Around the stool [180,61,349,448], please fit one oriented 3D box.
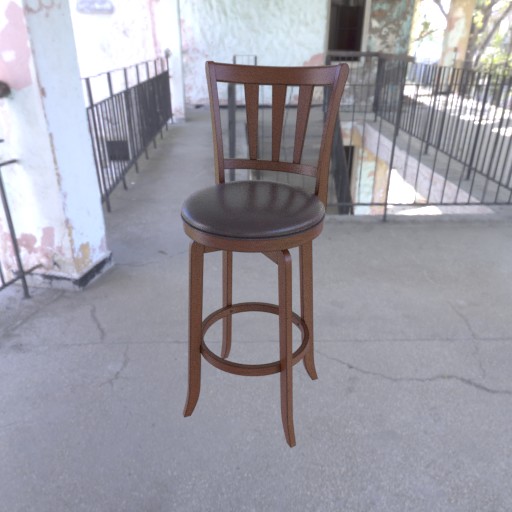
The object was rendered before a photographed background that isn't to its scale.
[{"bbox_3d":[0.000,0.000,1.481,0.464,1.177,0.503,9,27,17],"label":"stool"}]
